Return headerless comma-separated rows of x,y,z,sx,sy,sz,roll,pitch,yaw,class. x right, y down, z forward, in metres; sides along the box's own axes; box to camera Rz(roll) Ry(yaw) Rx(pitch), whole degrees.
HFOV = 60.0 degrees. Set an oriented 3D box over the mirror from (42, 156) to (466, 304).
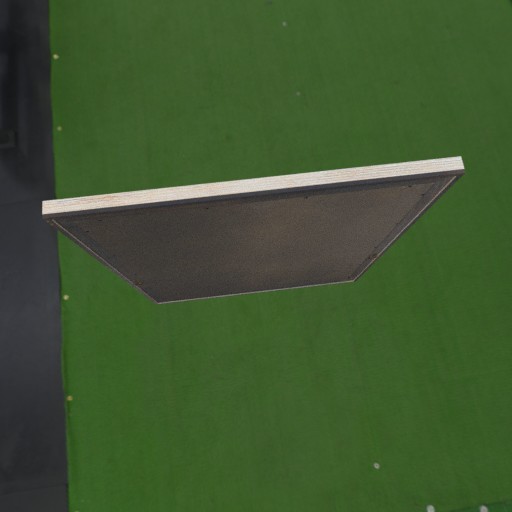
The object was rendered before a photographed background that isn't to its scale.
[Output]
0.000,0.000,1.188,0.730,0.882,0.032,-6,74,-2,mirror
